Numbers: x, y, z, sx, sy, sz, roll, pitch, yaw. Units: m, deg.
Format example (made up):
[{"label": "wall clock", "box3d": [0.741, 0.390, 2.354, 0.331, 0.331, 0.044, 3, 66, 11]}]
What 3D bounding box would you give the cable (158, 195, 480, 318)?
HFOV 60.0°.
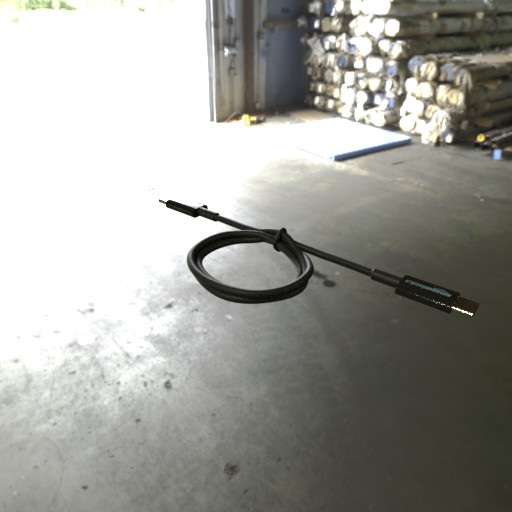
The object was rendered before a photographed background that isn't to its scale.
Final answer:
[{"label": "cable", "box3d": [0.000, 0.000, 0.229, 0.203, 0.014, 0.070, 21, 36, 32]}]
